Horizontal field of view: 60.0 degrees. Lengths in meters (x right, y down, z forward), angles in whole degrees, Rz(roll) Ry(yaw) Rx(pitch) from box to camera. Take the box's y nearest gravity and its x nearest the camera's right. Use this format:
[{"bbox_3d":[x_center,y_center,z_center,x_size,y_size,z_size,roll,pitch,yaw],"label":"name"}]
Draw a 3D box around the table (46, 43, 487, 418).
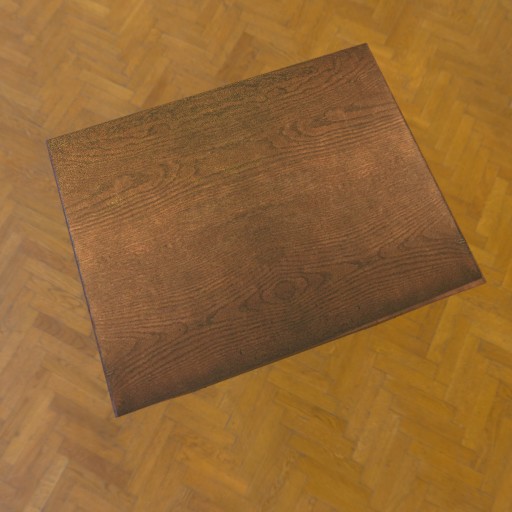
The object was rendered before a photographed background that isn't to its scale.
[{"bbox_3d":[0.000,0.000,0.991,0.586,0.597,0.461,-19,76,-5],"label":"table"}]
